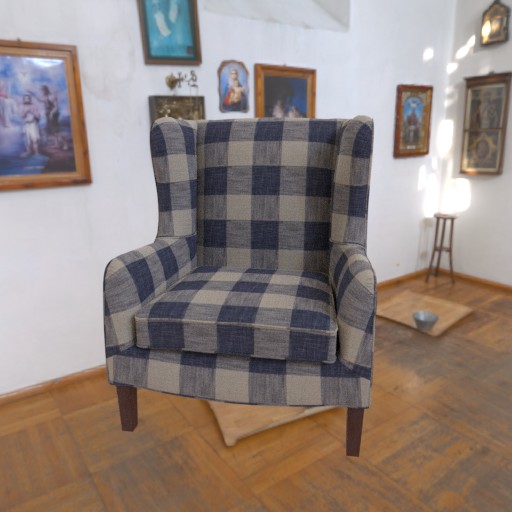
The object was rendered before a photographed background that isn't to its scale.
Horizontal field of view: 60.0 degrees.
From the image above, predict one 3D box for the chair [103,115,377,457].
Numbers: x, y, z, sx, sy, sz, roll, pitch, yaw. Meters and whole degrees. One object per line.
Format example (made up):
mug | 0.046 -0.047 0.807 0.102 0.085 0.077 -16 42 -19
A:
chair | 0.000 0.000 1.679 0.830 1.041 0.889 2 15 9
